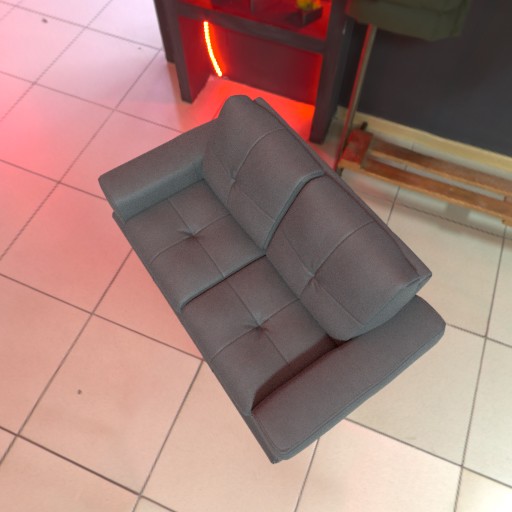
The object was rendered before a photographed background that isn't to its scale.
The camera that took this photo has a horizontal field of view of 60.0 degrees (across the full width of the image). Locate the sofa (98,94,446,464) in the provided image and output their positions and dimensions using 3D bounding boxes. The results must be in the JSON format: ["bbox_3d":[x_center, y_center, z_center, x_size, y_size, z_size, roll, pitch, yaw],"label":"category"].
[{"bbox_3d":[0.000,0.000,2.372,1.018,0.907,1.806,-32,67,-15],"label":"sofa"}]
